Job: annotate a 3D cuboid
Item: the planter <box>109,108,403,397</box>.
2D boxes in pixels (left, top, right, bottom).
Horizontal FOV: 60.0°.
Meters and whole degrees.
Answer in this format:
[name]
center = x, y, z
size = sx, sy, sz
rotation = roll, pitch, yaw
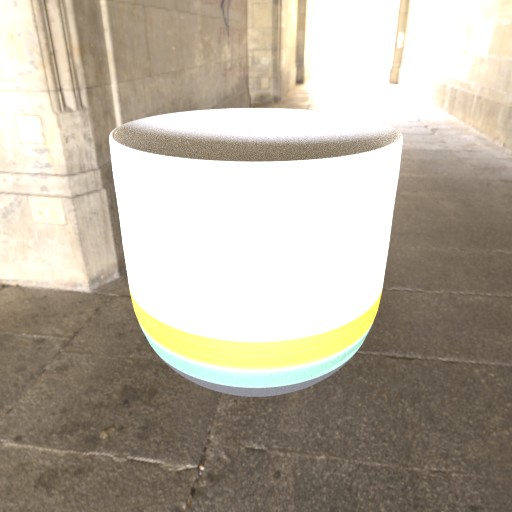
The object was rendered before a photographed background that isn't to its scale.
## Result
[planter]
center = 0.000, 0.000, 0.477
size = 0.268, 0.270, 0.268
rotation = 0, 26, 0
